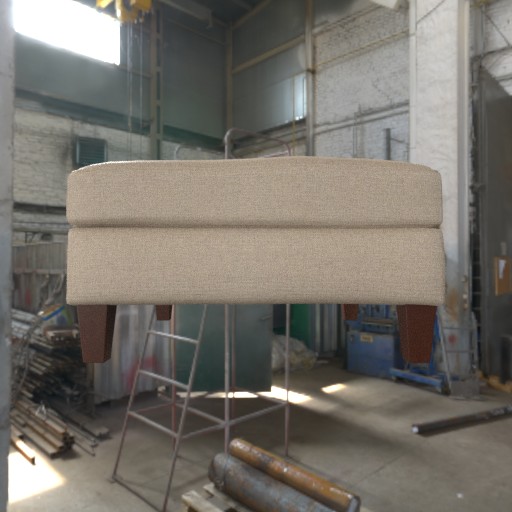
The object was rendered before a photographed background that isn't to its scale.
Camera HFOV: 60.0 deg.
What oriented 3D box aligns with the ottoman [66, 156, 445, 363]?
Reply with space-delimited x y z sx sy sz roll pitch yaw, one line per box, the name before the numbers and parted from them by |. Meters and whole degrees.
ottoman | 0.000 0.000 1.355 0.838 0.481 0.838 0 -1 0
